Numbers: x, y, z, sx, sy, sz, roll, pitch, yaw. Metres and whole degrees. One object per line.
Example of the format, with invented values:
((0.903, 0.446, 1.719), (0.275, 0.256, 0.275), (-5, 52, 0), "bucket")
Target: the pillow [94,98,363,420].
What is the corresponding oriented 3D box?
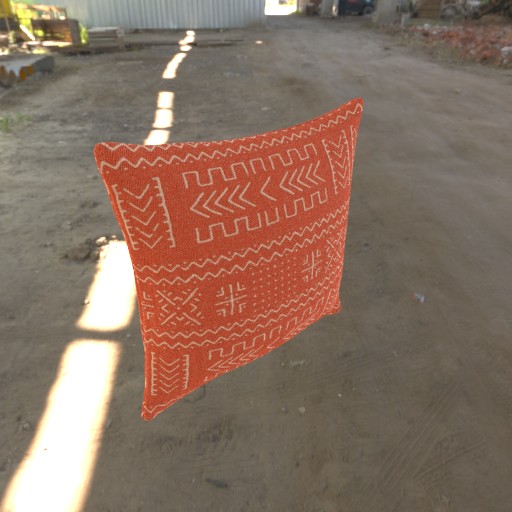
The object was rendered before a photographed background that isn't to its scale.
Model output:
((0.000, 0.000, 0.686), (0.438, 0.429, 0.164), (-22, 37, -33), "pillow")
